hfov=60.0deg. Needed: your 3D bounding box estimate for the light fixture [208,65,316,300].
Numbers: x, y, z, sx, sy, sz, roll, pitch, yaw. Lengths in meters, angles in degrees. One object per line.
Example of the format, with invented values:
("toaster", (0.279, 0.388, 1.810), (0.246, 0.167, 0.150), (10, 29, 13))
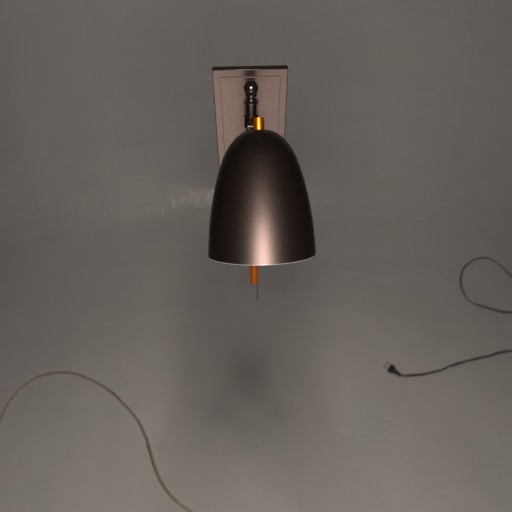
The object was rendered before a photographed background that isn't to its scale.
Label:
("light fixture", (0.000, 0.000, 0.933), (0.162, 0.715, 0.499), (-2, 45, -2))
